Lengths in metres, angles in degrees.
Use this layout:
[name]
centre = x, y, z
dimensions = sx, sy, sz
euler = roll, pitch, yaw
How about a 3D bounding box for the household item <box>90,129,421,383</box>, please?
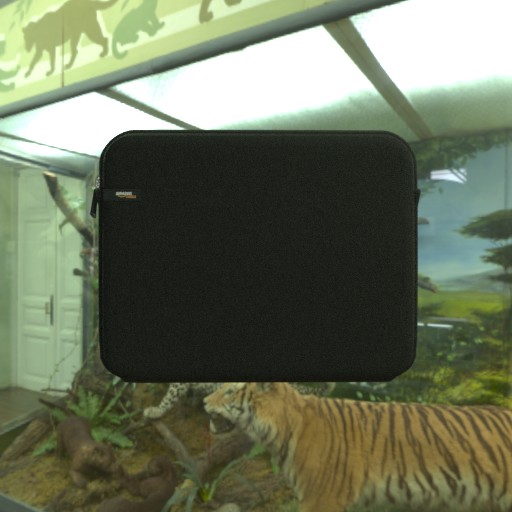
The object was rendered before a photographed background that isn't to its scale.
[household item]
centre = 0.000, 0.000, 0.537
dimensions = 0.396, 0.305, 0.030
euler = 0, 0, -1
